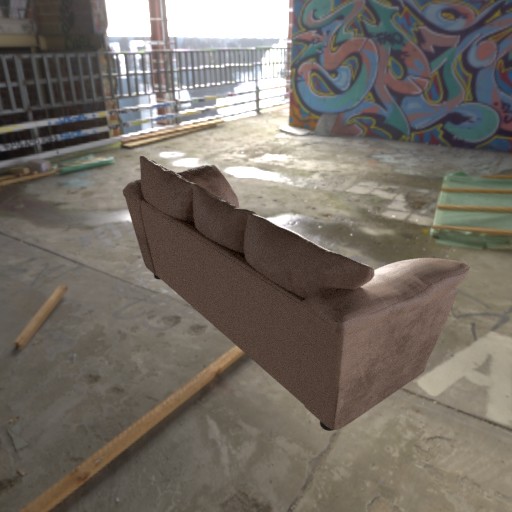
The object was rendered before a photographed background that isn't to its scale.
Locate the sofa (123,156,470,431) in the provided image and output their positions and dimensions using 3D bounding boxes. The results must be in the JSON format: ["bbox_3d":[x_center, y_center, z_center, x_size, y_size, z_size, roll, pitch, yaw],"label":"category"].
[{"bbox_3d":[0.000,0.000,2.876,0.893,0.981,2.377,-18,32,-33],"label":"sofa"}]
